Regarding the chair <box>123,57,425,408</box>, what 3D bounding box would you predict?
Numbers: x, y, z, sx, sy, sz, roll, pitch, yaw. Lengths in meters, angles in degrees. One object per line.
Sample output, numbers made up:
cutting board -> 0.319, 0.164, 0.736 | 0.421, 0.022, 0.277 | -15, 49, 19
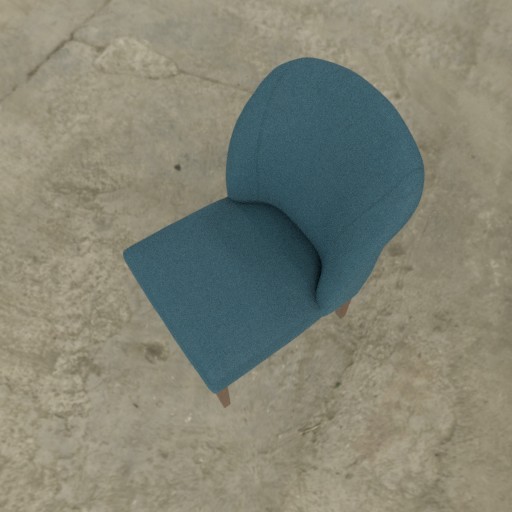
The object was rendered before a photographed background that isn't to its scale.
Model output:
chair -> 0.000, 0.000, 1.246 | 0.620, 0.879, 0.507 | -33, 68, -15
